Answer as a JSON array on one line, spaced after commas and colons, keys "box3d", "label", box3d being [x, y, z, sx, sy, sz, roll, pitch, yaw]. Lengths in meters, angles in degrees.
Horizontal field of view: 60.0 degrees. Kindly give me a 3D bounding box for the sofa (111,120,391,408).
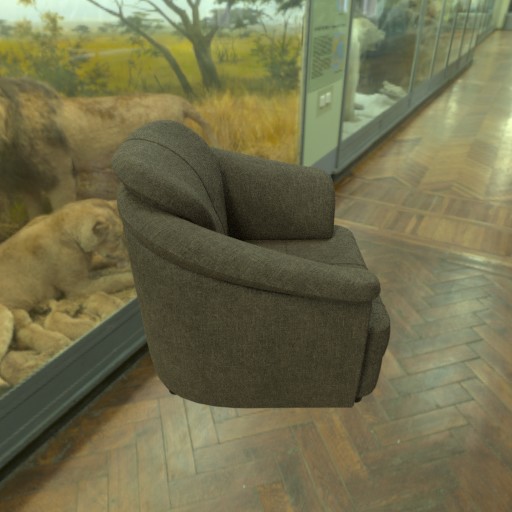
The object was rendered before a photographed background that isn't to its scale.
[{"box3d": [0.000, 0.000, 1.505, 0.794, 0.811, 0.870, -1, 31, -1], "label": "sofa"}]
